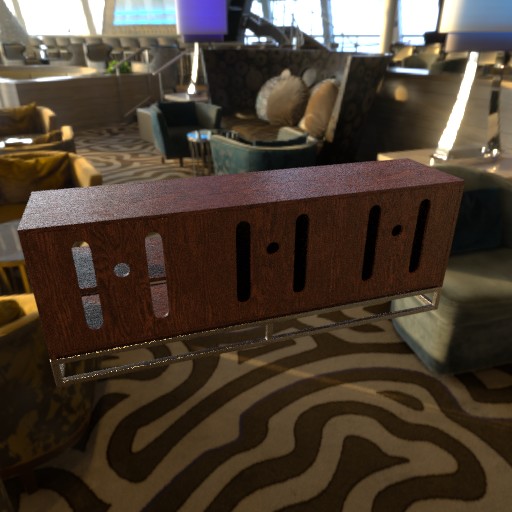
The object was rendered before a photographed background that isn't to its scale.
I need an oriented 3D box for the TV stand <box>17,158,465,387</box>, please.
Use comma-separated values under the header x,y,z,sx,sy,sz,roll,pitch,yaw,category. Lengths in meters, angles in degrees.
x,y,z,sx,sy,sz,roll,pitch,yaw,category
0.000,0.000,1.748,1.541,0.578,0.382,-8,28,-16,TV stand
